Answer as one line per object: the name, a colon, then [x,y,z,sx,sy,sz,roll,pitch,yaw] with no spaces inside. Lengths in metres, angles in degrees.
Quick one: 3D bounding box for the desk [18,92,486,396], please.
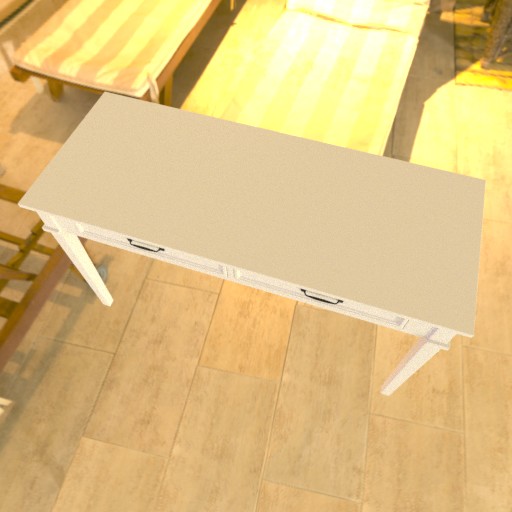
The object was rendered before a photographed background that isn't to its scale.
desk: [0.000,0.000,1.727,1.372,0.774,0.559,16,60,10]
